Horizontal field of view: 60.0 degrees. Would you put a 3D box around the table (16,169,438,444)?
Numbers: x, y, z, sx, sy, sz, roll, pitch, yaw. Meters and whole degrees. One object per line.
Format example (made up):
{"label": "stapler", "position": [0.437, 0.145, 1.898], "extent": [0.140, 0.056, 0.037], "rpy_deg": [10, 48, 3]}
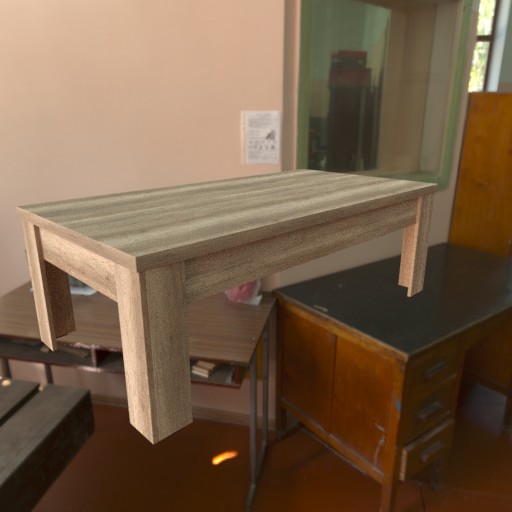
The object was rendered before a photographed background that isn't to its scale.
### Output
{"label": "table", "position": [0.000, 0.000, 1.624], "extent": [1.350, 0.460, 0.700], "rpy_deg": [-17, 24, -42]}
